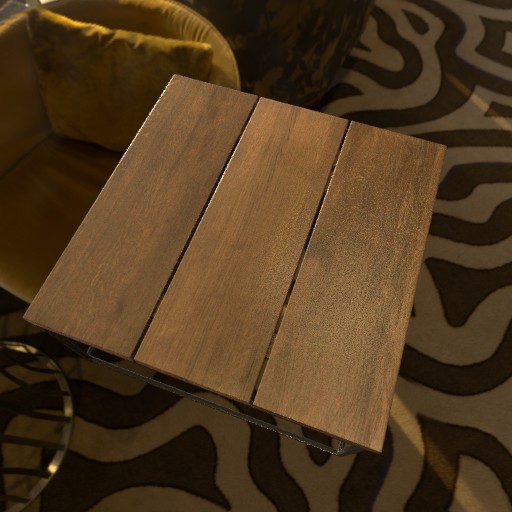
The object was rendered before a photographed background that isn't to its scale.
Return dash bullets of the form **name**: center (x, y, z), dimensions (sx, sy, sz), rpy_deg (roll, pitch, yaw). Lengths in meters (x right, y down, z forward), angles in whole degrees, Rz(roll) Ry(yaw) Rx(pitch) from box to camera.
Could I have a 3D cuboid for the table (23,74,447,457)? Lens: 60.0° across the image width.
- **table**: center (0.000, 0.000, 1.393), dimensions (0.900, 0.400, 0.900), rpy_deg (18, 65, 9)
